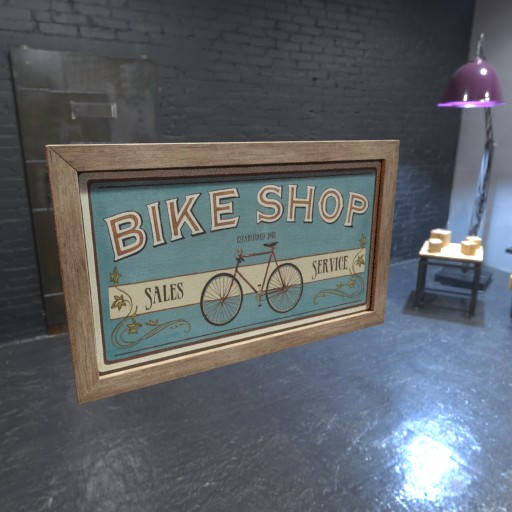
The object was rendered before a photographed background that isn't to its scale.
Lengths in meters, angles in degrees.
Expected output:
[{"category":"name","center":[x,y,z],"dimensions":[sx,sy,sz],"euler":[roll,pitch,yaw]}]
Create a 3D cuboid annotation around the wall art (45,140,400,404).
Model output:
[{"category":"wall art","center":[0.000,0.000,0.966],"dimensions":[0.780,0.480,0.021],"euler":[-8,18,-27]}]
